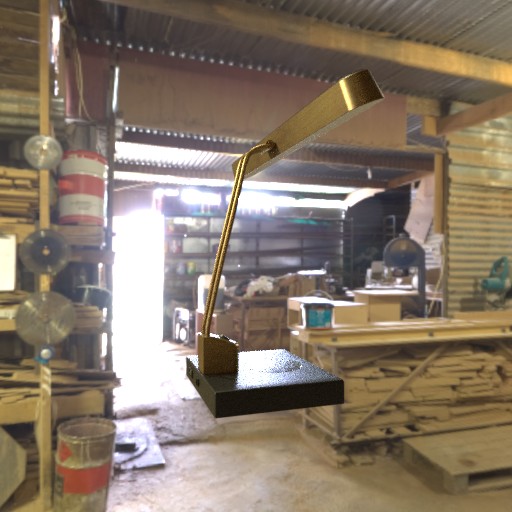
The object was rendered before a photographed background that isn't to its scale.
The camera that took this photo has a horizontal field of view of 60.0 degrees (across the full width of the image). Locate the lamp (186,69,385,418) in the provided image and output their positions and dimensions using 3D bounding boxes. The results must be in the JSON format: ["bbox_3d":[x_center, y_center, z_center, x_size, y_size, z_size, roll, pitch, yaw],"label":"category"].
[{"bbox_3d":[0.000,0.000,0.579,0.156,0.345,0.412,0,-1,-18],"label":"lamp"}]
